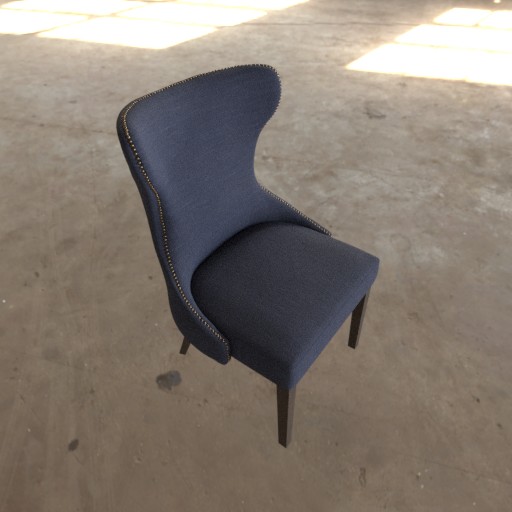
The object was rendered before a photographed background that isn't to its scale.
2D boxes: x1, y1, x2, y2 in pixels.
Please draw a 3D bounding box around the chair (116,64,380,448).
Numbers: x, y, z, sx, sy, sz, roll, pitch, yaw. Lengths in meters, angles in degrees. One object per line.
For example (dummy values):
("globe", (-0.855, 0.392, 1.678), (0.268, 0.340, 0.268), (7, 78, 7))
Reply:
("chair", (0.000, 0.000, 1.396), (0.635, 0.967, 0.628), (26, 47, 26))
